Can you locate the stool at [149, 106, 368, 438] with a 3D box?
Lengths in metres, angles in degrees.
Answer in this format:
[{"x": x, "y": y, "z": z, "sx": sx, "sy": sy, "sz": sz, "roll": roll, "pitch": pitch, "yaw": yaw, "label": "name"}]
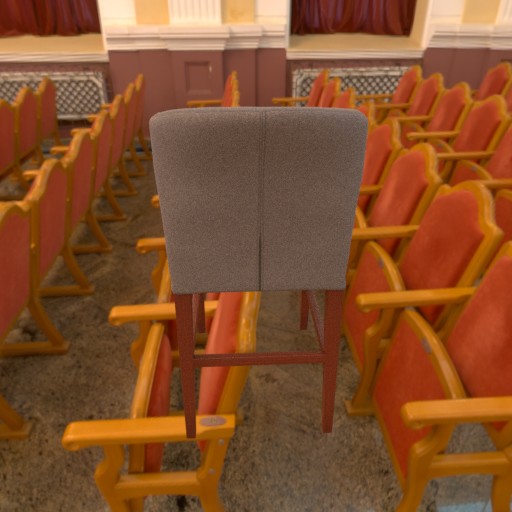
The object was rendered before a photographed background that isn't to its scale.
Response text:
[{"x": 0.000, "y": 0.000, "z": 1.323, "sx": 0.481, "sy": 0.968, "sz": 0.568, "roll": -1, "pitch": 30, "yaw": -2, "label": "stool"}]
